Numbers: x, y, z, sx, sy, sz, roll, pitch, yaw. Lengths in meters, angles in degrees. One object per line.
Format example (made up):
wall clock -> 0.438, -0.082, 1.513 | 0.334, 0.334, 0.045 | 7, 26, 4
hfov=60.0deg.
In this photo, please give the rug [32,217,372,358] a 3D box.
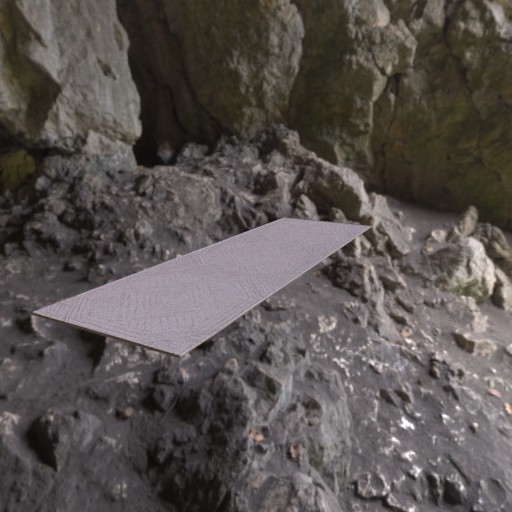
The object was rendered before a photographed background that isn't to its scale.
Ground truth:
rug -> 0.000, 0.000, 2.684 | 0.775, 0.012, 2.452 | 8, 18, 28
